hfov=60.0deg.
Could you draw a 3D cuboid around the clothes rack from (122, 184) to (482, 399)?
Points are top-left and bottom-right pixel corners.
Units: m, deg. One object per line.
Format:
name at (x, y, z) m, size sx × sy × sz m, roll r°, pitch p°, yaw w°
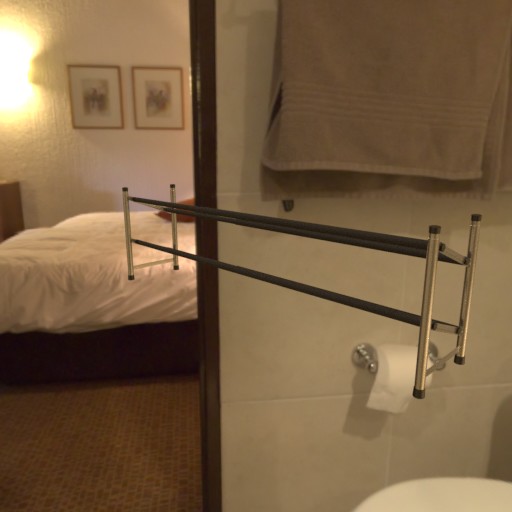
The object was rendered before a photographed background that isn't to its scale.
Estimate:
clothes rack at (0.000, 0.000, 1.320) m, size 0.229 × 0.349 × 1.168 m, roll -13°, pitch 19°, yaw -43°
